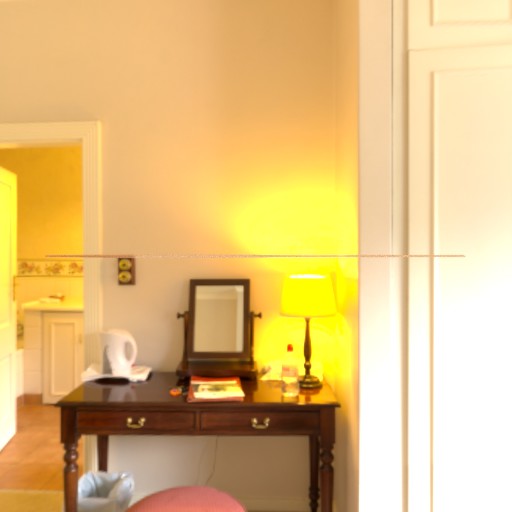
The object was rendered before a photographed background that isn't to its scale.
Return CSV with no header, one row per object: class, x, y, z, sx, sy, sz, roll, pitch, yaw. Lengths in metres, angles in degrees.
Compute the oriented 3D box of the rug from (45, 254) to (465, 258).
rug,0.000,0.000,2.752,2.134,0.013,1.524,0,0,-36
